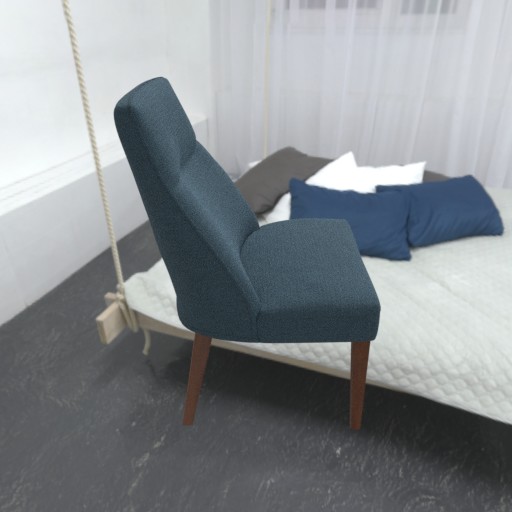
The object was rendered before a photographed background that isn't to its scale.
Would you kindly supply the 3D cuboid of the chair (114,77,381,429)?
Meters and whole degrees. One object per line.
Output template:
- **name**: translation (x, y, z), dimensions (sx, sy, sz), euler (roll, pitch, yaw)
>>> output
- **chair**: translation (0.000, 0.000, 1.275), dimensions (0.620, 0.930, 0.500), euler (0, 30, 0)
